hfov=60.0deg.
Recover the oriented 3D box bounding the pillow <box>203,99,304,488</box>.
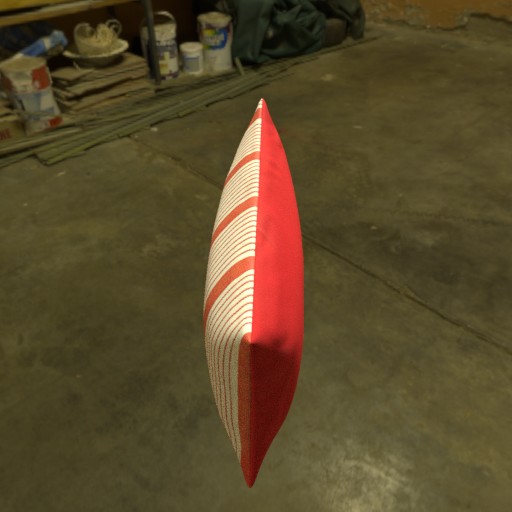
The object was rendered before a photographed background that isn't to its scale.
[{"bbox_3d":[0.000,0.000,0.724,0.151,0.297,0.608,1,39,1],"label":"pillow"}]
